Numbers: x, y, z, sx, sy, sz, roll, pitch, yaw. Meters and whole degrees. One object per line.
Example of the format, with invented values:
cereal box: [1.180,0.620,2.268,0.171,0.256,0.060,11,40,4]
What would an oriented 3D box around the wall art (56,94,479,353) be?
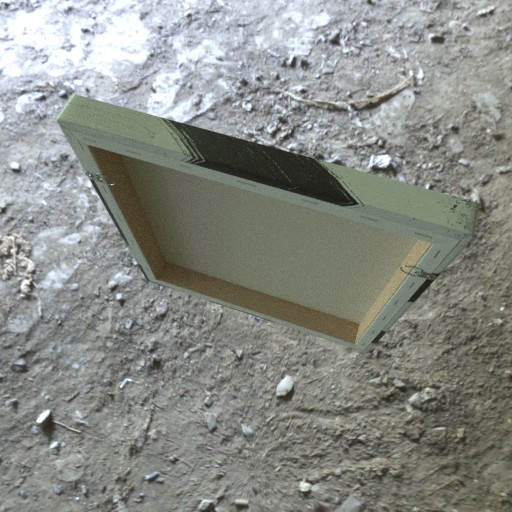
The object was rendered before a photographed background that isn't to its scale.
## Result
wall art: [0.000,0.000,0.742,0.507,0.508,0.050,17,65,8]
